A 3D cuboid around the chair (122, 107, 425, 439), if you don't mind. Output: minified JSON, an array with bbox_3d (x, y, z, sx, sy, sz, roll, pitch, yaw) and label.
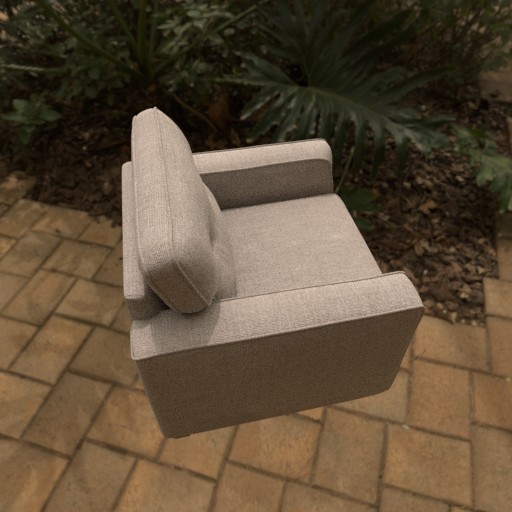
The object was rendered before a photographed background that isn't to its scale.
[{"bbox_3d":[0.000,0.000,1.768,0.939,0.965,1.015,-9,47,-8],"label":"chair"}]
